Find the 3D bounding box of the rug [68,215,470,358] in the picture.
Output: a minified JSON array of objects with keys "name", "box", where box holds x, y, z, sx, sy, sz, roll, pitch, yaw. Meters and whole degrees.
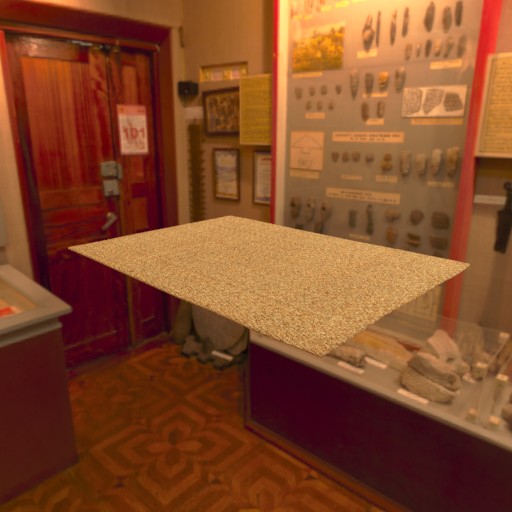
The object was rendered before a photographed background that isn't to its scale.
[{"name":"rug","box":[0.000,0.000,2.838,2.141,0.013,1.566,15,22,41]}]
